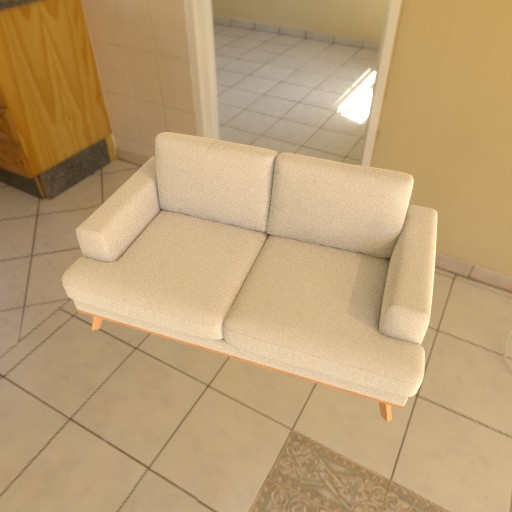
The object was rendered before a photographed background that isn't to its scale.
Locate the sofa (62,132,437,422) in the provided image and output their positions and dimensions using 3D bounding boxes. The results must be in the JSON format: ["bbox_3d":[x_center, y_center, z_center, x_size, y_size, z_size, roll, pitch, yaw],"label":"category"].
[{"bbox_3d":[0.000,0.000,2.164,1.651,0.810,0.915,13,44,14],"label":"sofa"}]
